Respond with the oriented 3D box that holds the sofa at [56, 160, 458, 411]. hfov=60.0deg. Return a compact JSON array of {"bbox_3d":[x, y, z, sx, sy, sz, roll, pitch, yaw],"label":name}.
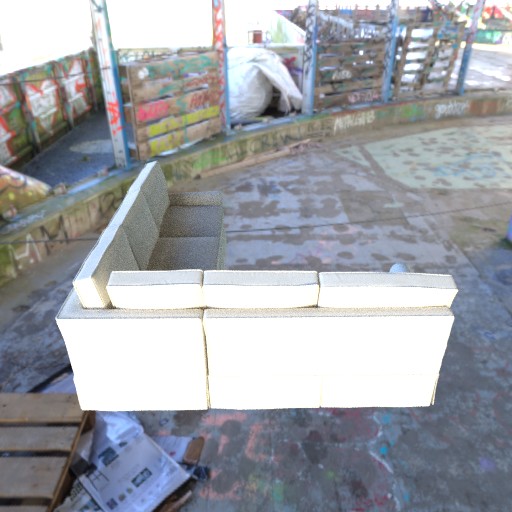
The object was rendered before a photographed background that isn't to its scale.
[{"bbox_3d":[0.000,0.000,4.062,2.591,1.070,2.597,0,30,-1],"label":"sofa"}]
